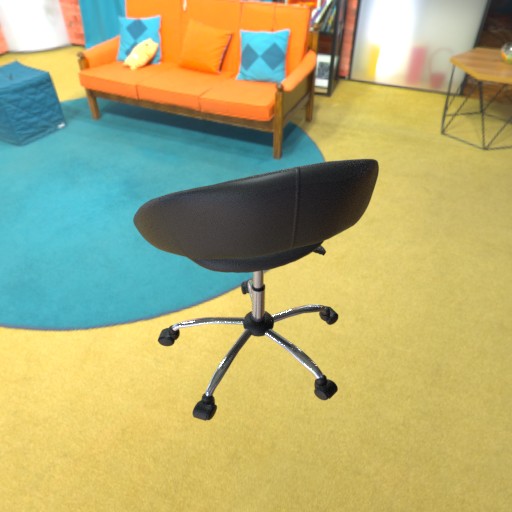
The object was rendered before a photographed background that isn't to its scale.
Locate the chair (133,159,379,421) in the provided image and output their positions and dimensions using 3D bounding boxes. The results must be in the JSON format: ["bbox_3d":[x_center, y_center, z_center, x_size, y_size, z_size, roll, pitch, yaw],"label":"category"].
[{"bbox_3d":[0.000,0.000,1.216,0.612,0.791,0.538,-13,43,-14],"label":"chair"}]
